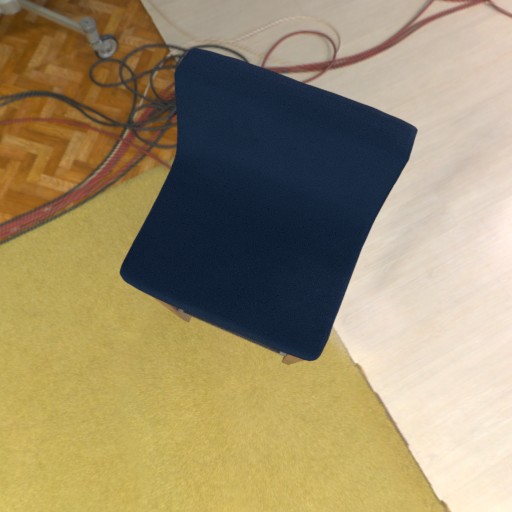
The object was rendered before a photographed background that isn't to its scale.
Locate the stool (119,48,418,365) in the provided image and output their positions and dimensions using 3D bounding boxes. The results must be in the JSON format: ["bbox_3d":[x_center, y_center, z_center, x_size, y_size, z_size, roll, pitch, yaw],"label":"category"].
[{"bbox_3d":[0.000,0.000,1.321,0.511,1.037,0.500,22,75,6],"label":"stool"}]
